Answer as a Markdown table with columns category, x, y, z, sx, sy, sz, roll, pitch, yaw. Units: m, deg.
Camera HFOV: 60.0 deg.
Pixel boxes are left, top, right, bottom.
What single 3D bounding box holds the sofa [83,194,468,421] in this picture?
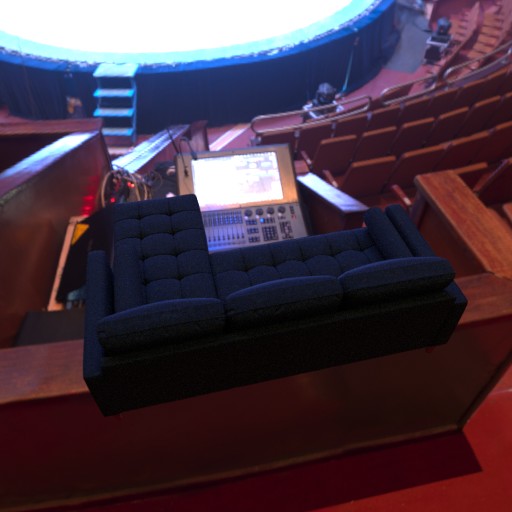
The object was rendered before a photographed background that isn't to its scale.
| category | x | y | z | sx | sy | sz | roll | pitch | yaw |
| --- | --- | --- | --- | --- | --- | --- | --- | --- | --- |
| sofa | 0.000 | 0.000 | 3.038 | 2.185 | 0.841 | 1.613 | -10 | 47 | -9 |
